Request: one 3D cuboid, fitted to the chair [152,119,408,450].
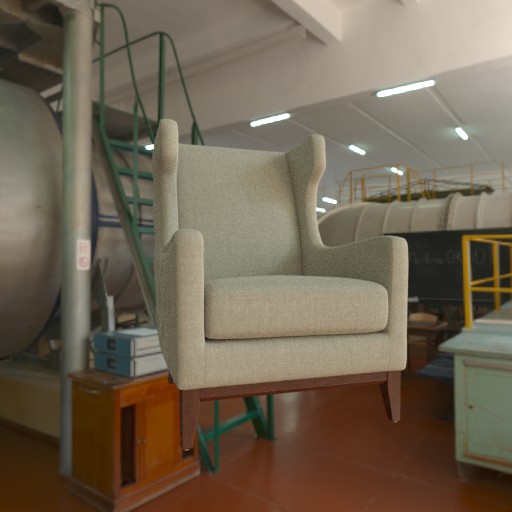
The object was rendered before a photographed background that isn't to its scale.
[{"bbox_3d":[0.000,0.000,1.711,0.778,1.079,0.899,0,-1,-19],"label":"chair"}]
